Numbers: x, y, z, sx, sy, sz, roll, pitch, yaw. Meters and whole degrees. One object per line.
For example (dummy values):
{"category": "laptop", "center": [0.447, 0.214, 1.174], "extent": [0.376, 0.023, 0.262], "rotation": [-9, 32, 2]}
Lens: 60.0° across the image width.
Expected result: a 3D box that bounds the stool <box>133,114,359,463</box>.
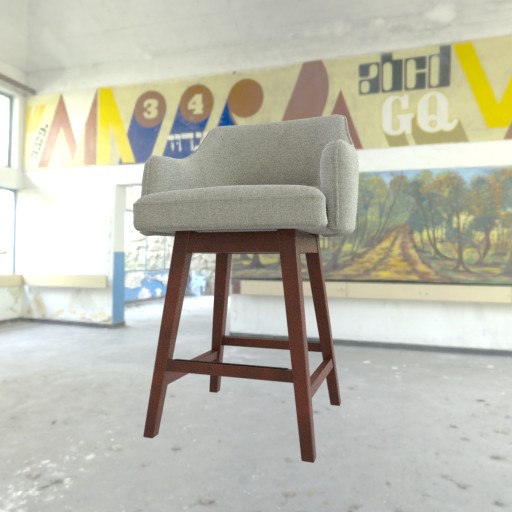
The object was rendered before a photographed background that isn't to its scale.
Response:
{"category": "stool", "center": [0.000, 0.000, 1.318], "extent": [0.599, 0.944, 0.558], "rotation": [0, 0, 19]}
